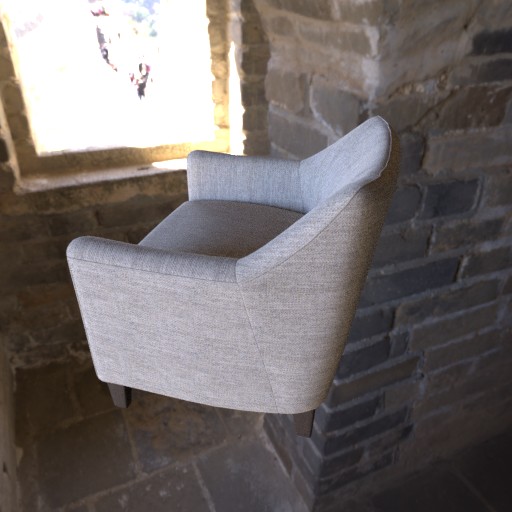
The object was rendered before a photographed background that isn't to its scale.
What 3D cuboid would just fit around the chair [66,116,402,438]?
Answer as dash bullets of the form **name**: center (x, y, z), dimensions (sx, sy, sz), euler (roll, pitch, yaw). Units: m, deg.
- **chair**: center (0.000, 0.000, 1.381), dimensions (0.758, 0.761, 0.796), euler (9, 32, 14)
